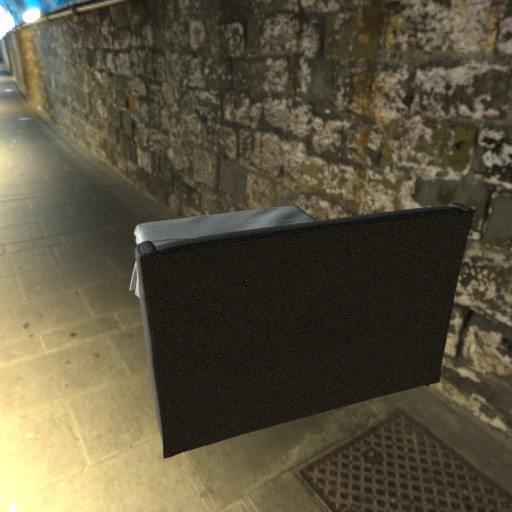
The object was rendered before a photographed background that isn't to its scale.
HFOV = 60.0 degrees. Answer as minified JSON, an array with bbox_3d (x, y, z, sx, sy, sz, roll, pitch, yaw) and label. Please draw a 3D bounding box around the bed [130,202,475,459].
[{"bbox_3d":[0.000,0.000,3.493,1.925,1.332,2.276,-8,26,-17],"label":"bed"}]
